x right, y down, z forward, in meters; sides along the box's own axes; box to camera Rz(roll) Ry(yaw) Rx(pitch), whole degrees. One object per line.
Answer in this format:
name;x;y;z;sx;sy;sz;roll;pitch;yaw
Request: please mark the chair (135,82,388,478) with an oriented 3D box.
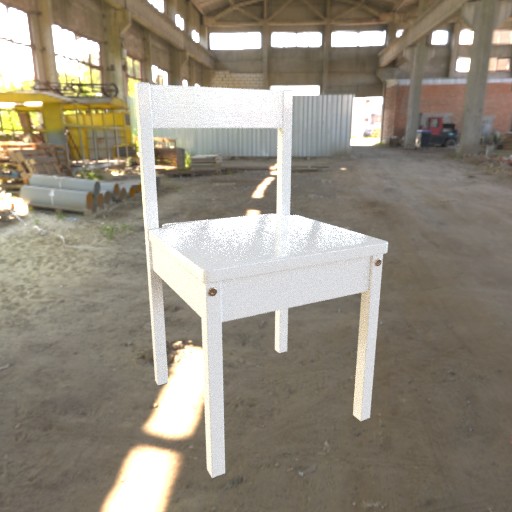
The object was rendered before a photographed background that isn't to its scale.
chair;0.000;0.000;0.896;0.367;0.668;0.361;-8;18;-27
